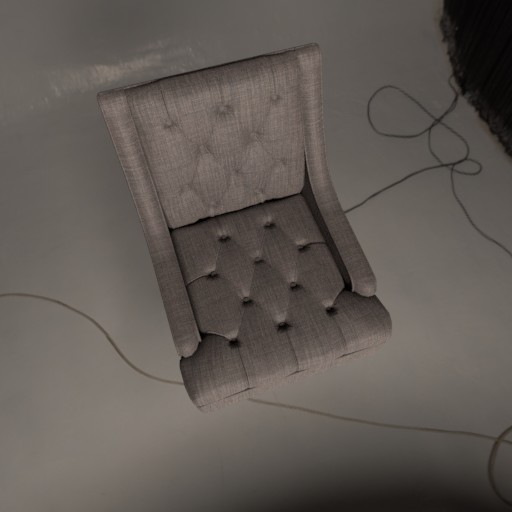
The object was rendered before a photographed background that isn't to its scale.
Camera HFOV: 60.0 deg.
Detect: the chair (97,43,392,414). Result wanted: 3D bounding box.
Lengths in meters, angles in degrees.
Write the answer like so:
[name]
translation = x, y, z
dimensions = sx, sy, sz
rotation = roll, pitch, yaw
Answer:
[chair]
translation = 0.000, 0.000, 1.429
dimensions = 0.655, 0.891, 0.771
rotation = -17, 63, -9
